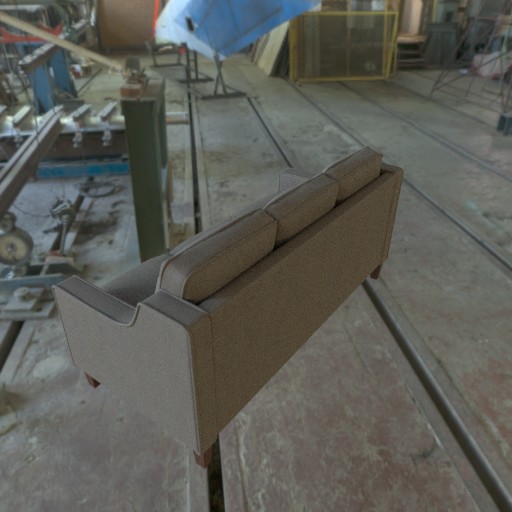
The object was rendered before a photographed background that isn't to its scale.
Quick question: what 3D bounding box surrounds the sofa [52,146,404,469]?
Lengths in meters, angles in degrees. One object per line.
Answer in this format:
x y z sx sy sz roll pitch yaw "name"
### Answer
0.000 0.000 2.570 0.911 0.974 1.986 21 36 31 "sofa"
